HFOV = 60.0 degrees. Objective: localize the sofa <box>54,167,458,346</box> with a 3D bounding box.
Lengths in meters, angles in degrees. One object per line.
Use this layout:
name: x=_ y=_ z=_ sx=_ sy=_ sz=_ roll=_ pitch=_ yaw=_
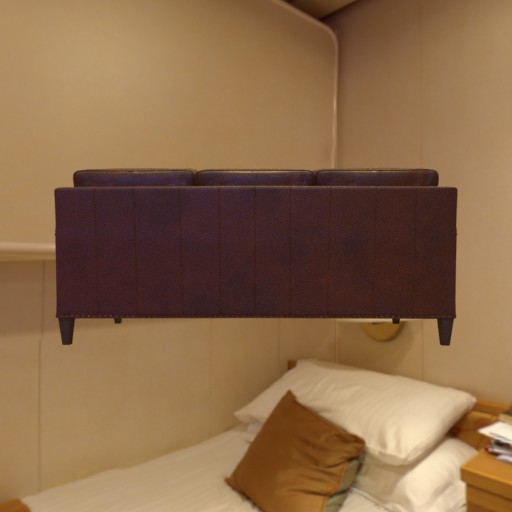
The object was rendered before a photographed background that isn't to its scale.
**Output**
sofa: x=0.000 y=0.000 z=2.884 sx=2.240 sy=1.003 sz=1.084 roll=0 pitch=-1 yaw=1
